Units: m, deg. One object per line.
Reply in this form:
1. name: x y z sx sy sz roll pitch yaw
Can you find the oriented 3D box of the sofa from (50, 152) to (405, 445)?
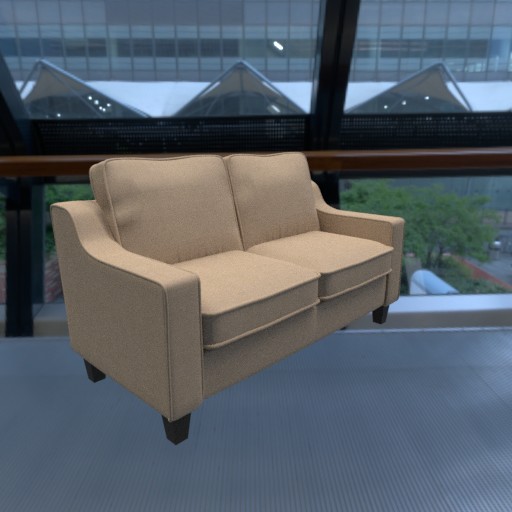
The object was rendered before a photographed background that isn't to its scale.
1. sofa: 0.000 0.000 3.521 1.351 1.562 2.587 14 20 42
